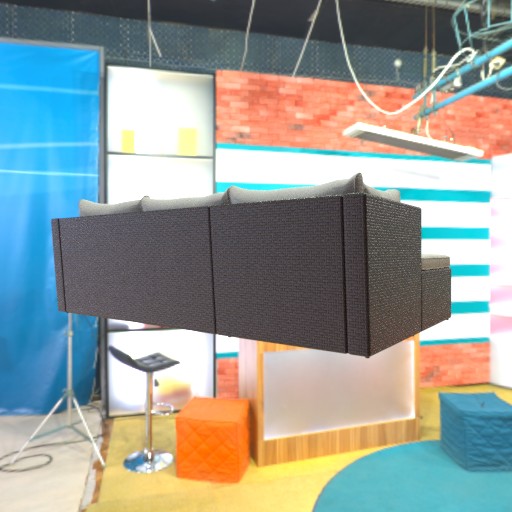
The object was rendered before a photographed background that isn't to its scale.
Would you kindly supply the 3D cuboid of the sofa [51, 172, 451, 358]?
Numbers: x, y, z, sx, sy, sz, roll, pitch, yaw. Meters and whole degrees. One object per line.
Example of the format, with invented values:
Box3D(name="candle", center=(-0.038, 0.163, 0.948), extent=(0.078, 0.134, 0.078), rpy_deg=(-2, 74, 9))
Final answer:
Box3D(name="sofa", center=(0.000, 0.000, 2.919), extent=(2.192, 0.766, 1.612), rpy_deg=(0, 1, 37))
